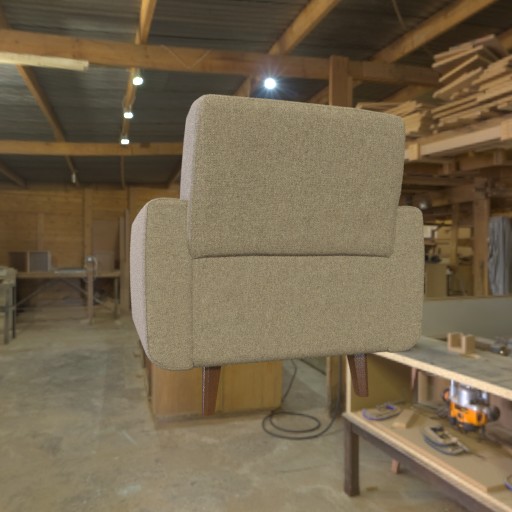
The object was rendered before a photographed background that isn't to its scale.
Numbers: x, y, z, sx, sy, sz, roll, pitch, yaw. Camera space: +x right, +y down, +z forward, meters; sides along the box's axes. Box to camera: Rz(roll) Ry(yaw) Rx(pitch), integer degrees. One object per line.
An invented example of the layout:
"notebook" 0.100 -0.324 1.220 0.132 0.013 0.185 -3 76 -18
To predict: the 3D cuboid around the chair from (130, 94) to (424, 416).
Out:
"chair" 0.000 0.000 1.565 0.831 0.839 0.907 0 1 -18
